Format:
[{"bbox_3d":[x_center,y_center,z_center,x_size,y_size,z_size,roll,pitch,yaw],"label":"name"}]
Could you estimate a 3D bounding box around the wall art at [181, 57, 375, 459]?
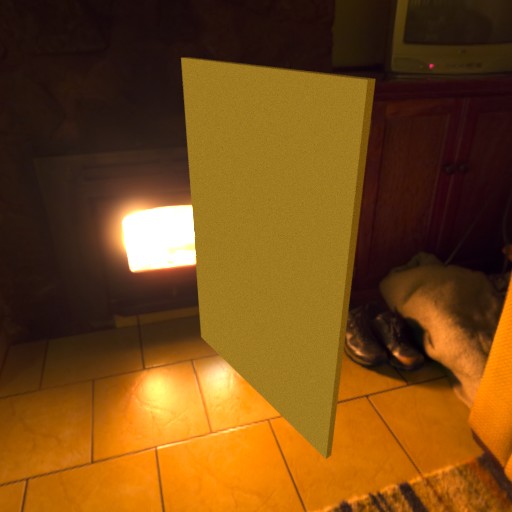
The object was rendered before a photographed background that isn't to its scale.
[{"bbox_3d":[0.000,0.000,0.599,0.010,0.474,0.325,-19,33,-32],"label":"wall art"}]
